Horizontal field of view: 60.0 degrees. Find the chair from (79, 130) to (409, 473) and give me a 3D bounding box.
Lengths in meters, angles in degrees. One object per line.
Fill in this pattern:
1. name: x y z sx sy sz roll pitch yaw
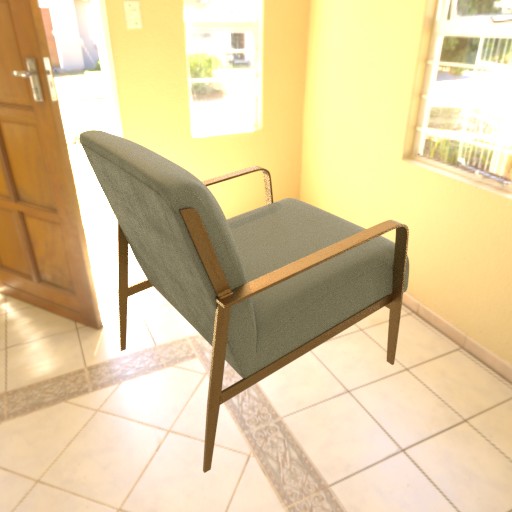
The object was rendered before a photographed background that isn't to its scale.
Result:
1. chair: 0.000 0.000 1.453 0.842 0.824 0.701 -19 33 -31
